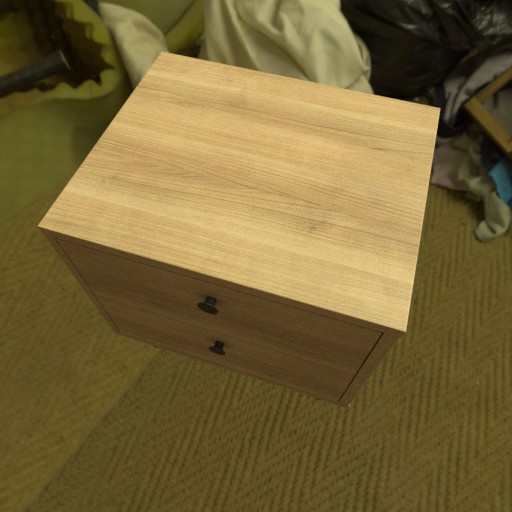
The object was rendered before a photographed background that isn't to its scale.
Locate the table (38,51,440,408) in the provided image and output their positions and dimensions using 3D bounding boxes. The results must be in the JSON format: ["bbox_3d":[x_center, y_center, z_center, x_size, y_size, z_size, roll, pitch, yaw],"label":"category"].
[{"bbox_3d":[0.000,0.000,0.786,0.445,0.460,0.380,15,60,9],"label":"table"}]
